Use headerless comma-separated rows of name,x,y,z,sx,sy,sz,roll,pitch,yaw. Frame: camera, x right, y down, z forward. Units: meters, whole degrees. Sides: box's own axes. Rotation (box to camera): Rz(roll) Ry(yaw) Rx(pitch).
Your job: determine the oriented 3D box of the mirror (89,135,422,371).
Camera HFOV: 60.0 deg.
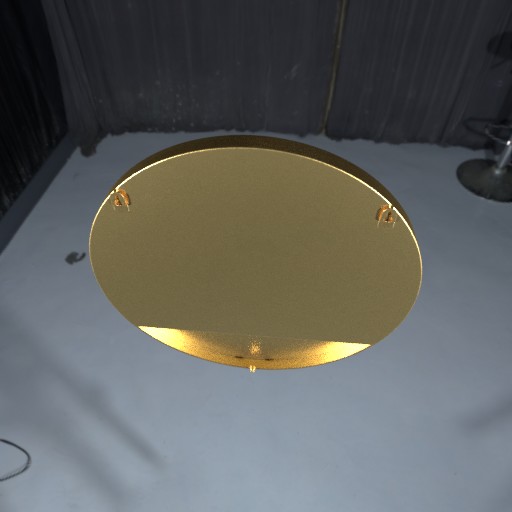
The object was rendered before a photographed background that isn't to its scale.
mirror,0.000,0.000,0.671,0.457,0.457,0.133,4,46,4
